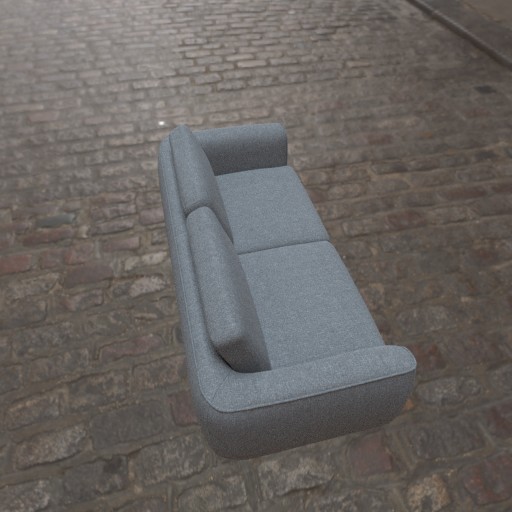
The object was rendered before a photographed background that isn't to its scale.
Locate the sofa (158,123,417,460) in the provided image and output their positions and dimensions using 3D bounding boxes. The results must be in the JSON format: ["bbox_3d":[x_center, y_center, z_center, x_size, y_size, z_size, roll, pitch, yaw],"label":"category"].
[{"bbox_3d":[0.000,0.000,2.440,0.920,0.870,2.000,-10,47,-10],"label":"sofa"}]
